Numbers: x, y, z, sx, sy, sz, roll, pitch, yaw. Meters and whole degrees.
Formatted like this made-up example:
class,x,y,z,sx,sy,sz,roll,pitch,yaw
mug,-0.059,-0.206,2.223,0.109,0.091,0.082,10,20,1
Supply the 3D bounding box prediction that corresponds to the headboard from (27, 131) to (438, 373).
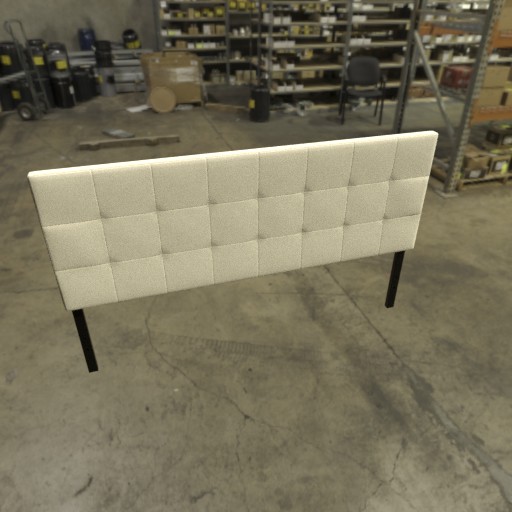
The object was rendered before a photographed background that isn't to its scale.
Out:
class,x,y,z,sx,sy,sz,roll,pitch,yaw
headboard,0.000,0.000,2.846,2.362,1.410,0.120,-10,33,-15
